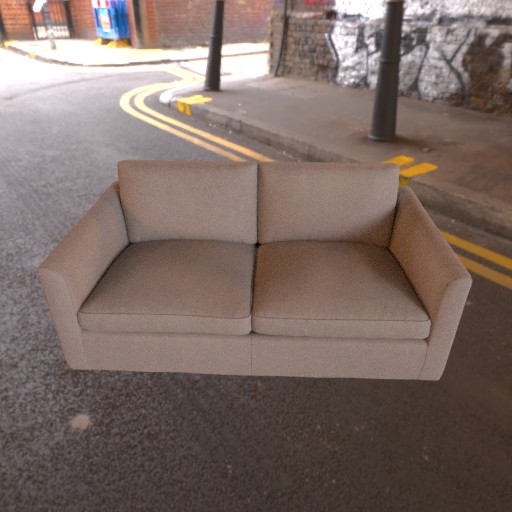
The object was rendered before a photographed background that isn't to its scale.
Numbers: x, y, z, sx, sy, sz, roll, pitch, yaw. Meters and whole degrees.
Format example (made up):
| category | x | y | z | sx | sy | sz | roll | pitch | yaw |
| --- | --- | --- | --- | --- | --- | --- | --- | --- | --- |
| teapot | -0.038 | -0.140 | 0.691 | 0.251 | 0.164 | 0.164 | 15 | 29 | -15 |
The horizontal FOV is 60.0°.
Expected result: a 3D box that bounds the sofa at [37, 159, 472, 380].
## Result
| category | x | y | z | sx | sy | sz | roll | pitch | yaw |
| --- | --- | --- | --- | --- | --- | --- | --- | --- | --- |
| sofa | 0.000 | 0.000 | 2.482 | 1.905 | 0.839 | 1.091 | 1 | 30 | 2 |
